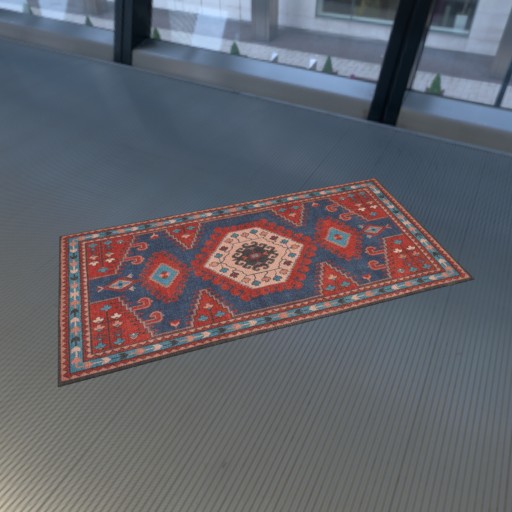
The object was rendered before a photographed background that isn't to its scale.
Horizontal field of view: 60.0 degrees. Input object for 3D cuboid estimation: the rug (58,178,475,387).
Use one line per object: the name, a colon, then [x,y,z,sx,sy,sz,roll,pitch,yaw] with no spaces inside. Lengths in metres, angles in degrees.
rug: [0.000,0.000,3.582,3.032,0.034,1.522,-12,43,-13]
